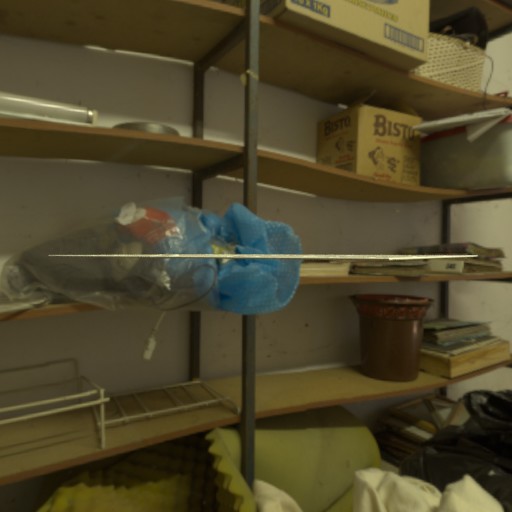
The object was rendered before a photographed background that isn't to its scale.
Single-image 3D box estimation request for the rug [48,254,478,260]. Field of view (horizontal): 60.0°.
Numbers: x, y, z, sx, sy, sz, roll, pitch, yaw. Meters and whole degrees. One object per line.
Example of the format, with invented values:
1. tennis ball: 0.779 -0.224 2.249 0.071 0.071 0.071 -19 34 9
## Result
1. rug: 0.000 0.000 2.816 2.284 0.008 1.522 0 1 37
